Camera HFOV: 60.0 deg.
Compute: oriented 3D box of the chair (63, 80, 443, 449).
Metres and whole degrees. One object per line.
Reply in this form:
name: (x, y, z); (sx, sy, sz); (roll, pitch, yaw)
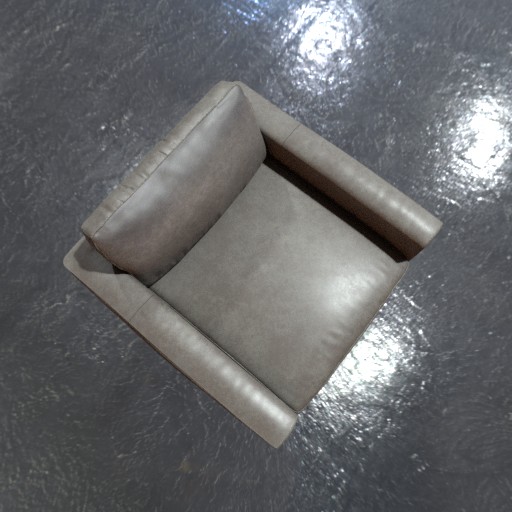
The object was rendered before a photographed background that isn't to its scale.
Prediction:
chair: (0.000, 0.000, 1.855); (1.080, 0.807, 1.106); (38, 78, 10)
